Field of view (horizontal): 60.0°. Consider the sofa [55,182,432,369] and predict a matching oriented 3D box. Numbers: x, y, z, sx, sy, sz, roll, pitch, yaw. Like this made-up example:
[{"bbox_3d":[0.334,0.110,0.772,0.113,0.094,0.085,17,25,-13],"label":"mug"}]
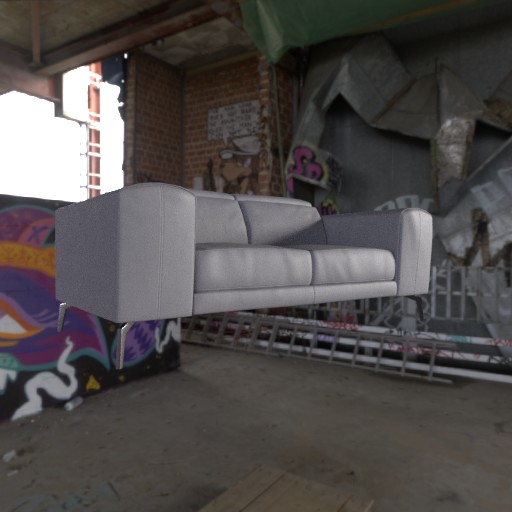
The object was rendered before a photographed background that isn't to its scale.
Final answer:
[{"bbox_3d":[0.000,0.000,2.448,1.895,0.779,1.003,0,1,-36],"label":"sofa"}]
